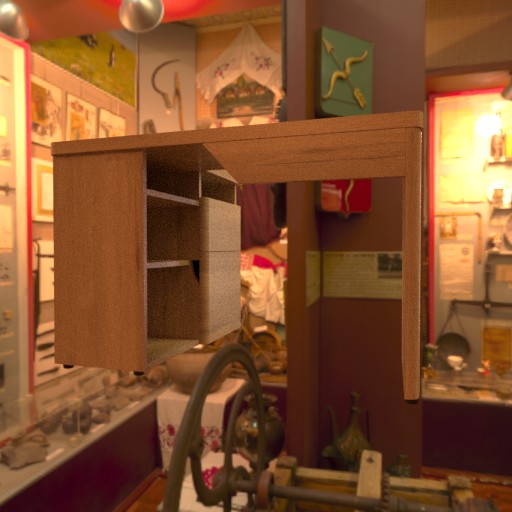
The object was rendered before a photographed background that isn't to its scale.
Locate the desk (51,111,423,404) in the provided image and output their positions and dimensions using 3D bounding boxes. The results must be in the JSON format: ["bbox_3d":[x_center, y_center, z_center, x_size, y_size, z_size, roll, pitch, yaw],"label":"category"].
[{"bbox_3d":[0.000,0.000,1.728,1.169,0.760,0.900,0,1,17],"label":"desk"}]
